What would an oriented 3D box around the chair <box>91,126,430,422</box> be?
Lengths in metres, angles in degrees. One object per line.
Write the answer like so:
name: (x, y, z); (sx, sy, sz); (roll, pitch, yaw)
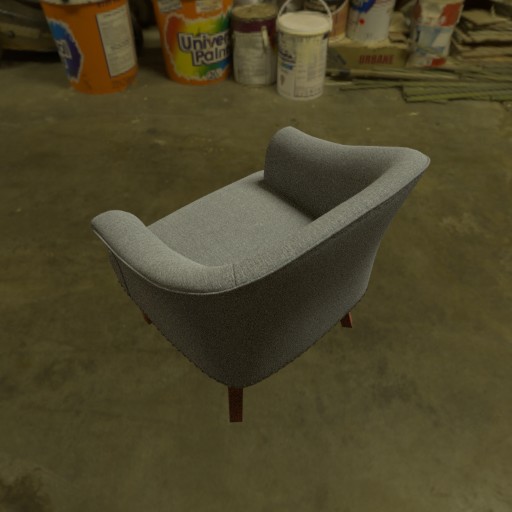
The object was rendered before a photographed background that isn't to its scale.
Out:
chair: (0.000, 0.000, 1.398); (0.798, 0.815, 0.704); (-32, 54, -27)
